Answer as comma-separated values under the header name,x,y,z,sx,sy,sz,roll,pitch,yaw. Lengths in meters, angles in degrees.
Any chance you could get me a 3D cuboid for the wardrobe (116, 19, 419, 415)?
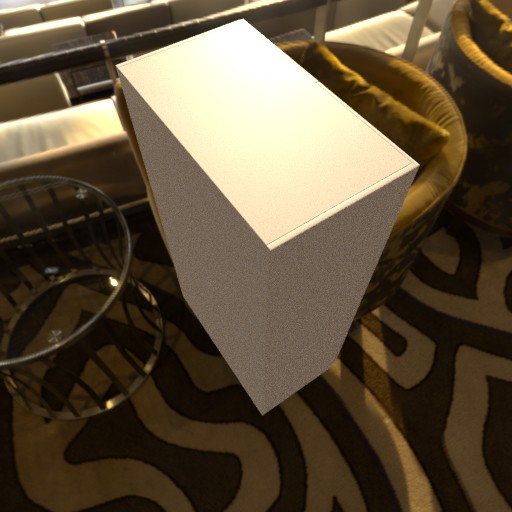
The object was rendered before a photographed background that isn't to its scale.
name,x,y,z,sx,sy,sz,roll,pitch,yaw
wardrobe,0.000,0.000,2.251,0.577,1.808,0.991,-30,62,-18
